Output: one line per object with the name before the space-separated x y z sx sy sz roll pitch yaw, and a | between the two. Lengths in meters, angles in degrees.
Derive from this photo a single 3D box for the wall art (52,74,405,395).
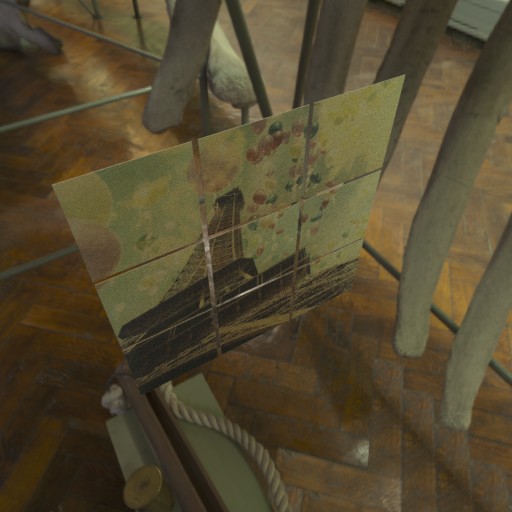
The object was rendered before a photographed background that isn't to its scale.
wall art | 0.000 0.000 2.232 1.517 1.505 0.002 -23 52 -20
